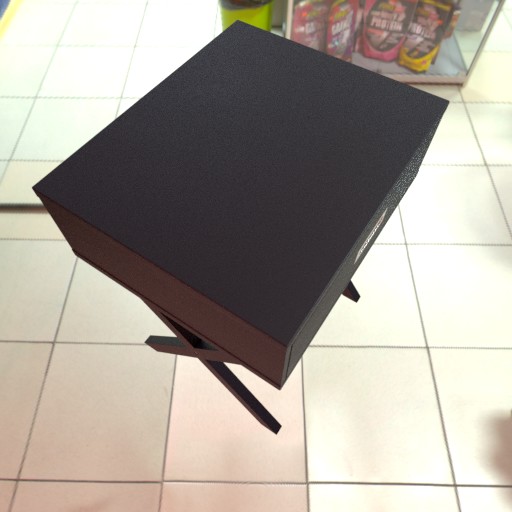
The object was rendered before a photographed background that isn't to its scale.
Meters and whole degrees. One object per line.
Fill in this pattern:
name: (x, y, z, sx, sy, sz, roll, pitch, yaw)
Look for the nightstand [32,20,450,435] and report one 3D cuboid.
nightstand: (0.000, 0.000, 0.901, 0.402, 0.623, 0.479, 30, 62, 17)
